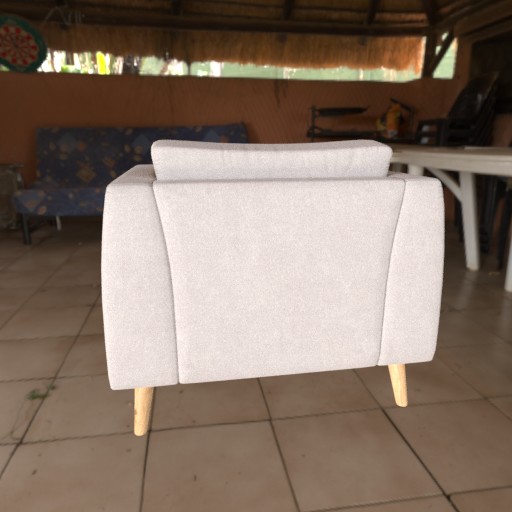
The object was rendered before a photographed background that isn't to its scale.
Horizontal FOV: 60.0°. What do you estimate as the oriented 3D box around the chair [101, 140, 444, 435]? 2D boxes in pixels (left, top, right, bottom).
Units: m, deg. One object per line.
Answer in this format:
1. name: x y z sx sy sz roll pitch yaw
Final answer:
1. chair: 0.000 0.000 1.694 1.000 0.860 0.930 -3 15 -10
